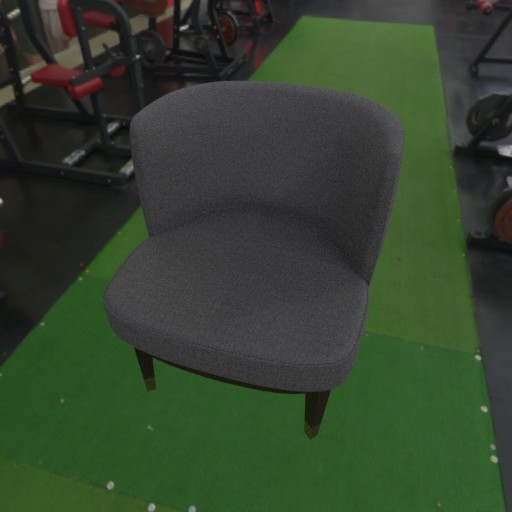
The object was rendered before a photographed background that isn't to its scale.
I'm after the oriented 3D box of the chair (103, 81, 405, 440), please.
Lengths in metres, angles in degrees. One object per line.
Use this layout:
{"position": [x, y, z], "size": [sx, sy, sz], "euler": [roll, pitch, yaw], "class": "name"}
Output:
{"position": [0.000, 0.000, 1.197], "size": [0.639, 0.695, 0.698], "euler": [12, 41, 13], "class": "chair"}
